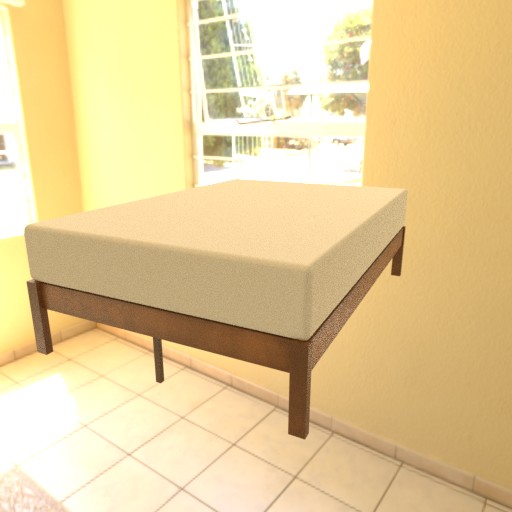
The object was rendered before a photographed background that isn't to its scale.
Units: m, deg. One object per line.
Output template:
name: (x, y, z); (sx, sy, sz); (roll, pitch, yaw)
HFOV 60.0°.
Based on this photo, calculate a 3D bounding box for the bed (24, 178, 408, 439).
bed: (0.000, 0.000, 2.546); (1.348, 0.616, 1.927); (8, 19, 26)
